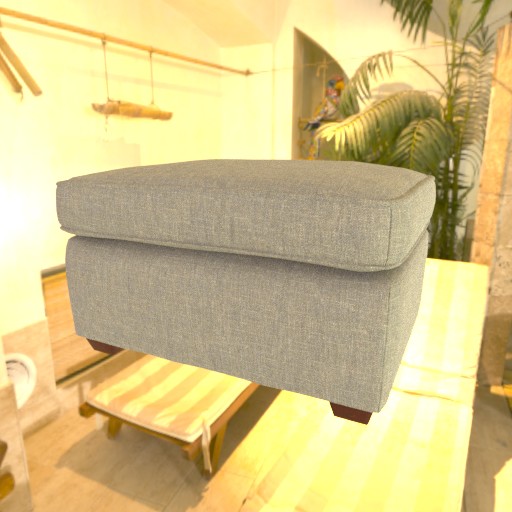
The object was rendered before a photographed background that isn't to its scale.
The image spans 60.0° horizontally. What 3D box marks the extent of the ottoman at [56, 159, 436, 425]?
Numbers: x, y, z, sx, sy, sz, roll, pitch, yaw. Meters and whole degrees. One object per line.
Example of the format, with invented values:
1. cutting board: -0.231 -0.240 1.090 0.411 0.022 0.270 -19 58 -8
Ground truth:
1. ottoman: 0.000 0.000 1.082 0.762 0.457 0.559 7 17 25
